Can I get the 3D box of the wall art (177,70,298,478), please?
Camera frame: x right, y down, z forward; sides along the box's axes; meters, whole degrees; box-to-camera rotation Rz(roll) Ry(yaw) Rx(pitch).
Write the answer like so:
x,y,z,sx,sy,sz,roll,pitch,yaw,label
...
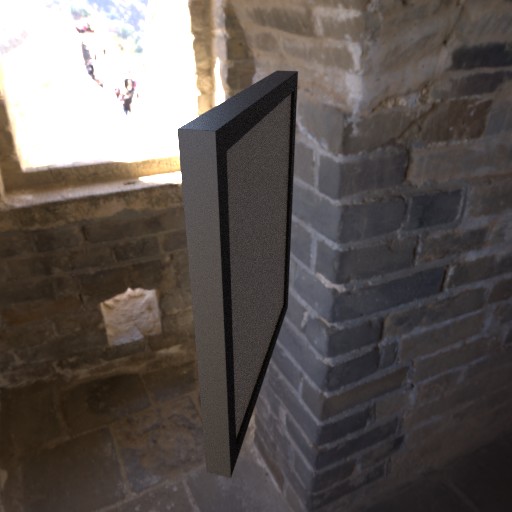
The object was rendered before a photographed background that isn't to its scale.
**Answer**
x,y,z,sx,sy,sz,roll,pitch,yaw,label
0.000,0.000,0.540,0.029,0.381,0.330,7,30,13,wall art
